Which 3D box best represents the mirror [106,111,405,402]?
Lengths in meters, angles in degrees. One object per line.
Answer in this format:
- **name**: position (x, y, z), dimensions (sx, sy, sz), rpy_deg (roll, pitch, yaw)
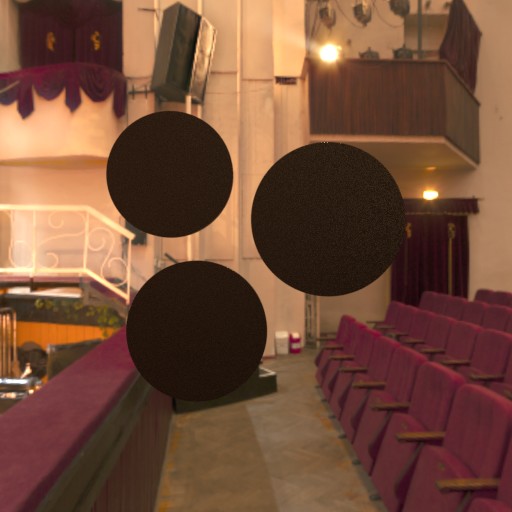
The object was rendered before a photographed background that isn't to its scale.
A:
- **mirror**: position (0.000, 0.000, 3.233), dimensions (2.160, 2.096, 0.076), rpy_deg (0, 0, 0)
